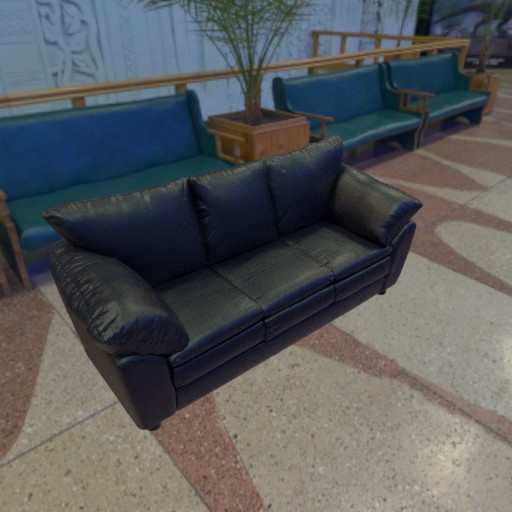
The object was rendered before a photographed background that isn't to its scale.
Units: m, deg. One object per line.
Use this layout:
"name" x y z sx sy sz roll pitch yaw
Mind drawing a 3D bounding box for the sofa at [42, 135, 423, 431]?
"sofa" 0.000 0.000 2.809 2.336 1.073 0.880 -22 37 -33
